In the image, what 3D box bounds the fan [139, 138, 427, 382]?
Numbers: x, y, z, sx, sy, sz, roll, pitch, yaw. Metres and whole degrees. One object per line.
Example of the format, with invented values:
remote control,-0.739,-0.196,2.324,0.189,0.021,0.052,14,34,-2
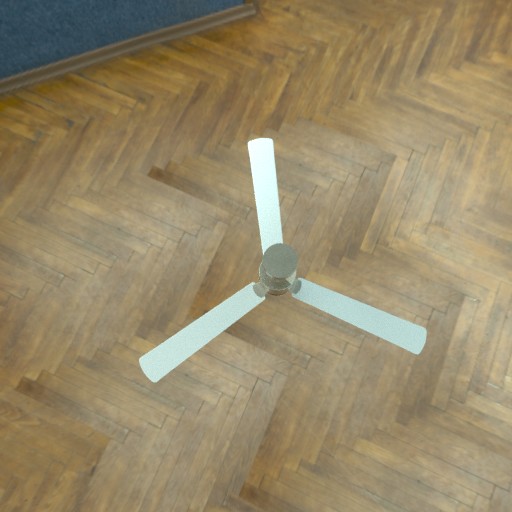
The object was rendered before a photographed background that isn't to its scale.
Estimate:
fan,0.000,0.000,2.376,1.561,0.446,1.531,-18,76,-5
